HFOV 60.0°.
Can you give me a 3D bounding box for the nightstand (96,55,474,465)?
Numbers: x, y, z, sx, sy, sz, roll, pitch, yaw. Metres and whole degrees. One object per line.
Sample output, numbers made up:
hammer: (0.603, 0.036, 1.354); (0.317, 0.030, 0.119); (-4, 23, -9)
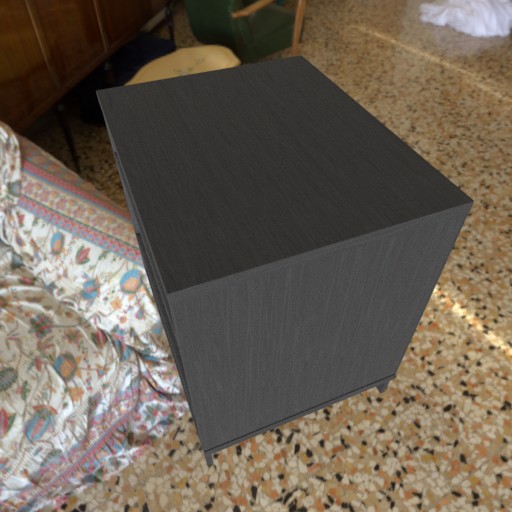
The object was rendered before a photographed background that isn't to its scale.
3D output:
nightstand: (0.000, 0.000, 0.739); (0.347, 0.448, 0.427); (-16, 48, -15)
